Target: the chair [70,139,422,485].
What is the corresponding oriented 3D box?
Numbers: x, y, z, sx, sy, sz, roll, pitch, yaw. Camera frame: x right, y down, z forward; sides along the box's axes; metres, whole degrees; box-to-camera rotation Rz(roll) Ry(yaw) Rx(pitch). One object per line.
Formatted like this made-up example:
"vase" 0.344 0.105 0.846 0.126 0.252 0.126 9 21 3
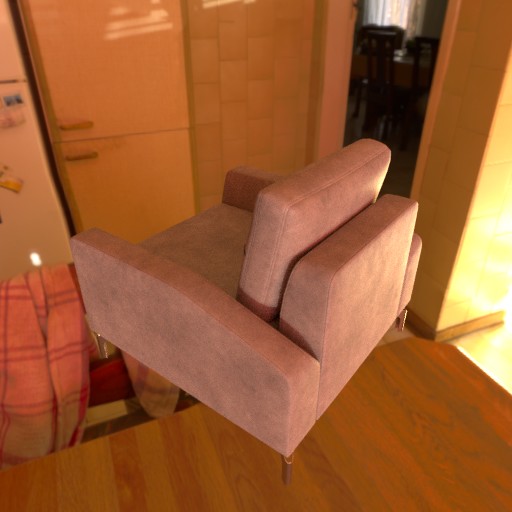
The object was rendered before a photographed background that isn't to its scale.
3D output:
"chair" 0.000 0.000 1.581 0.900 0.800 0.900 21 37 31
